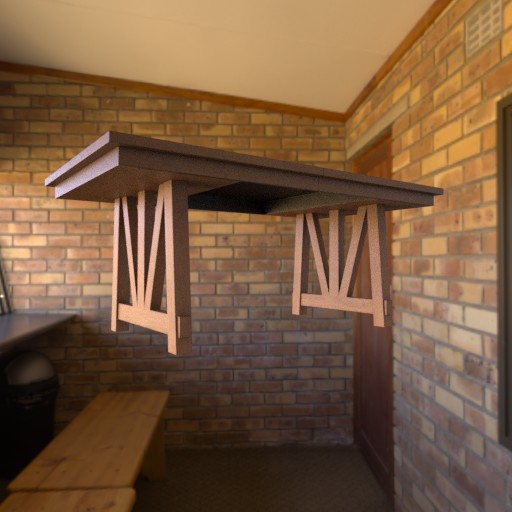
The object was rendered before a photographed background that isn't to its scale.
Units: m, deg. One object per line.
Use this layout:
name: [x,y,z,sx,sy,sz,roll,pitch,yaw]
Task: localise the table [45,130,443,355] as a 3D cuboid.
table: [0.000,0.000,2.360,1.881,0.768,1.016,1,-1,-36]
